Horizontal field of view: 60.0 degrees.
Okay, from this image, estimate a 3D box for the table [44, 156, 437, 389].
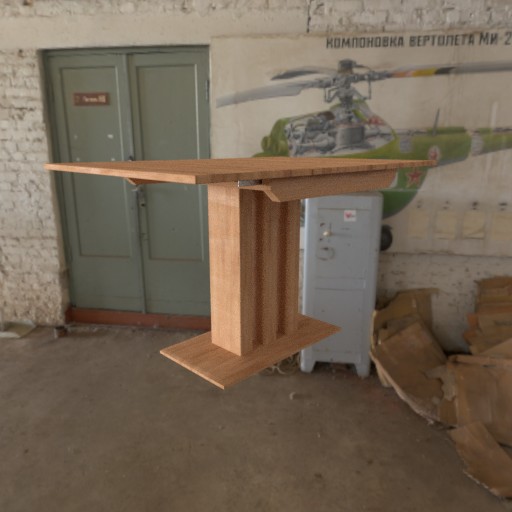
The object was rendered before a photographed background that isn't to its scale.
[{"bbox_3d":[0.000,0.000,1.856,0.900,0.770,1.300,14,20,43],"label":"table"}]
